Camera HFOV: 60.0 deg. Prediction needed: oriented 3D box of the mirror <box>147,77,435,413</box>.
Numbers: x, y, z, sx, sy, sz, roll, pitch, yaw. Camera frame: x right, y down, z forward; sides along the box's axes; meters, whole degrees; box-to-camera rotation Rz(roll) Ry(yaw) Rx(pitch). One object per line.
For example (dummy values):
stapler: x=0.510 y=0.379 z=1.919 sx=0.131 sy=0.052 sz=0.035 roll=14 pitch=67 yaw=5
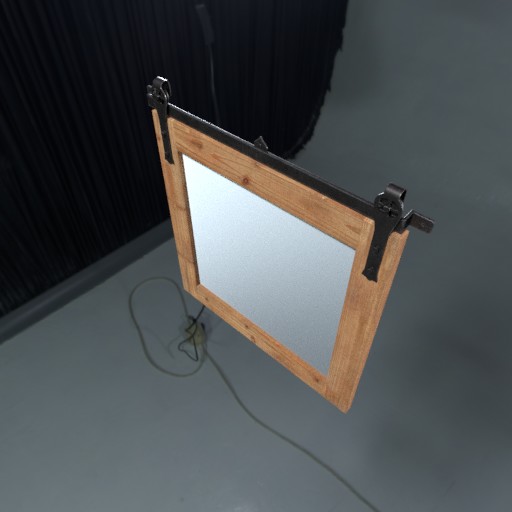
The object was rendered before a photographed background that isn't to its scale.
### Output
mirror: x=0.000 y=0.000 z=1.200 sx=0.805 sy=0.800 sz=0.054 roll=33 pitch=54 yaw=28
